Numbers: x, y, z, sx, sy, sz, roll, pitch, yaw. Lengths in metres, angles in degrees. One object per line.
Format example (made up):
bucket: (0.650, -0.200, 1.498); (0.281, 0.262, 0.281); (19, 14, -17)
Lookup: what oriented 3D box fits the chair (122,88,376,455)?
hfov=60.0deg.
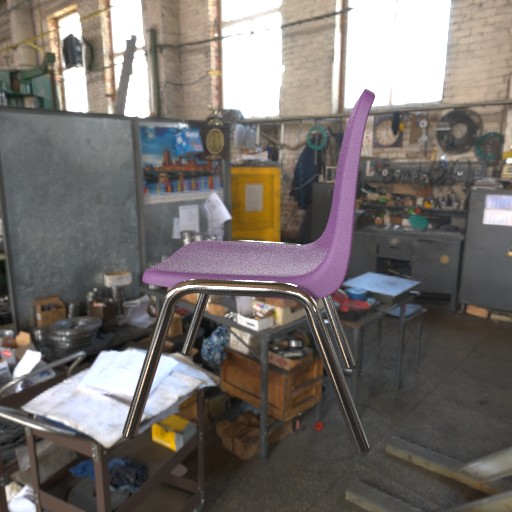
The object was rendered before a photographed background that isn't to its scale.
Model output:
chair: (0.000, 0.000, 0.839); (0.419, 0.584, 0.356); (2, 13, 8)
